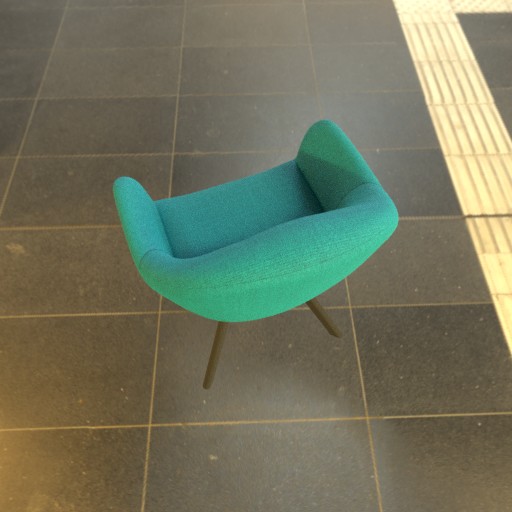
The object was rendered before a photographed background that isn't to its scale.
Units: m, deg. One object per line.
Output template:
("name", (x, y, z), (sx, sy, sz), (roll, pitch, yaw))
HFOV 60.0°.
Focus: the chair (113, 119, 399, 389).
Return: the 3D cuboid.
("chair", (0.000, 0.000, 1.193), (0.590, 0.795, 0.550), (-19, 61, -11))
